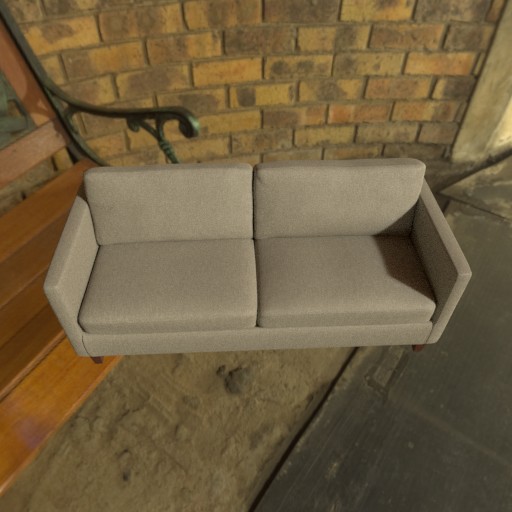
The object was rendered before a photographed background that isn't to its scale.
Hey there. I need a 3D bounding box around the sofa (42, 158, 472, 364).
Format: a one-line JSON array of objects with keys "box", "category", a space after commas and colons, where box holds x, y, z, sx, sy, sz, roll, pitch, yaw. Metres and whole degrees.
[{"box": [0.000, 0.000, 2.730, 2.208, 0.963, 0.956, -2, 46, -2], "category": "sofa"}]
